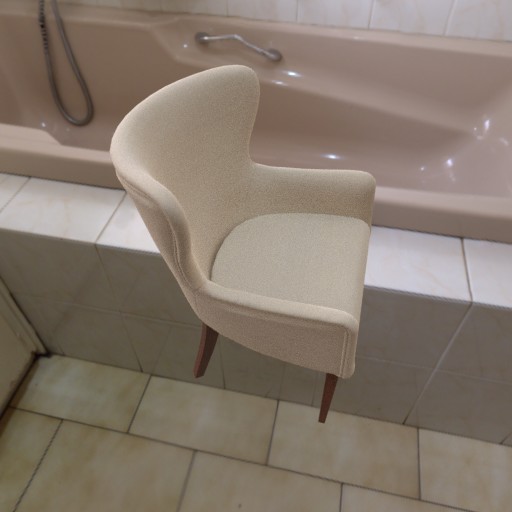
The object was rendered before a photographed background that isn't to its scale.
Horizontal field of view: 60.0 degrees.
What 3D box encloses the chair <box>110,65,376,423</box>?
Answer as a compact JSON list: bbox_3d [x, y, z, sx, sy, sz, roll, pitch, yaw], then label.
[{"bbox_3d":[0.000,0.000,1.492,0.744,0.990,0.696,11,48,10],"label":"chair"}]
